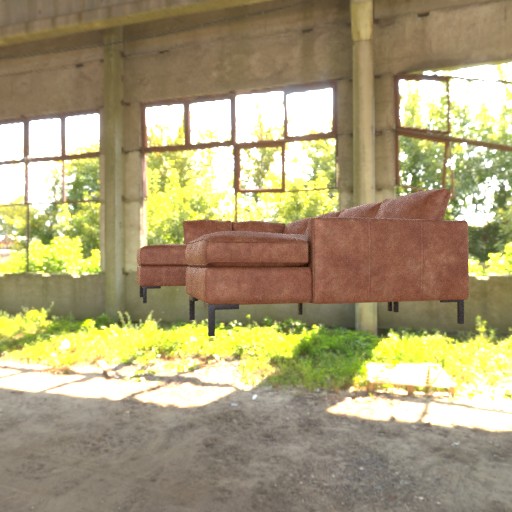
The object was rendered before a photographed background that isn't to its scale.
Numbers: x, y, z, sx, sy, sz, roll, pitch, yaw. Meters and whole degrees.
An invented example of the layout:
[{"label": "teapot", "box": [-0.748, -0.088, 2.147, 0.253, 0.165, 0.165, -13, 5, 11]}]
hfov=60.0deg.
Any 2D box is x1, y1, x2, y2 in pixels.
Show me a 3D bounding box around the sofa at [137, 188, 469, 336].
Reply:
[{"label": "sofa", "box": [0.000, 0.000, 3.927, 1.939, 0.900, 2.956, 0, -1, -17]}]
